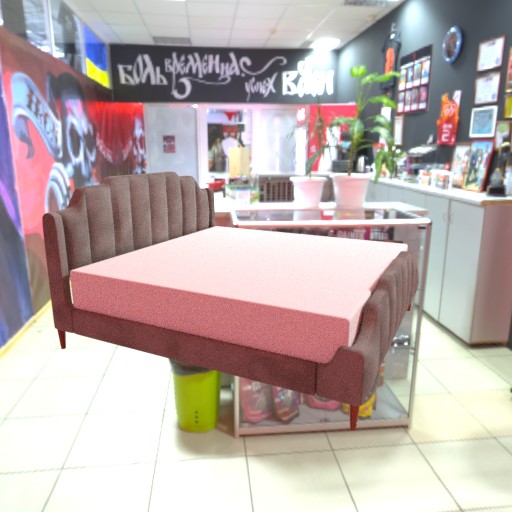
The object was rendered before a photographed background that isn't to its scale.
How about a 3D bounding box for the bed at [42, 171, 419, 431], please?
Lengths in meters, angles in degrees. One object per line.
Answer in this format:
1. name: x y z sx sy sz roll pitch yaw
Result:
1. bed: 0.000 0.000 3.585 2.340 1.245 2.074 7 16 26
